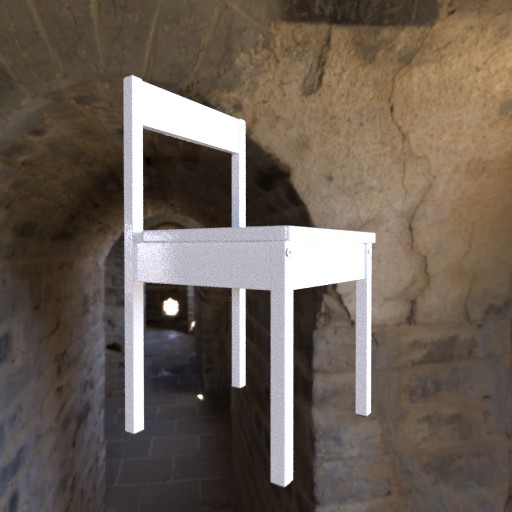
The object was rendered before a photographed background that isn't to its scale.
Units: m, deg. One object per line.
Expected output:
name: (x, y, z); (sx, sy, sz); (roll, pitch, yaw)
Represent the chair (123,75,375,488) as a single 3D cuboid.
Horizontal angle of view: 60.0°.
chair: (0.000, 0.000, 0.878); (0.361, 0.668, 0.367); (1, 1, 35)
